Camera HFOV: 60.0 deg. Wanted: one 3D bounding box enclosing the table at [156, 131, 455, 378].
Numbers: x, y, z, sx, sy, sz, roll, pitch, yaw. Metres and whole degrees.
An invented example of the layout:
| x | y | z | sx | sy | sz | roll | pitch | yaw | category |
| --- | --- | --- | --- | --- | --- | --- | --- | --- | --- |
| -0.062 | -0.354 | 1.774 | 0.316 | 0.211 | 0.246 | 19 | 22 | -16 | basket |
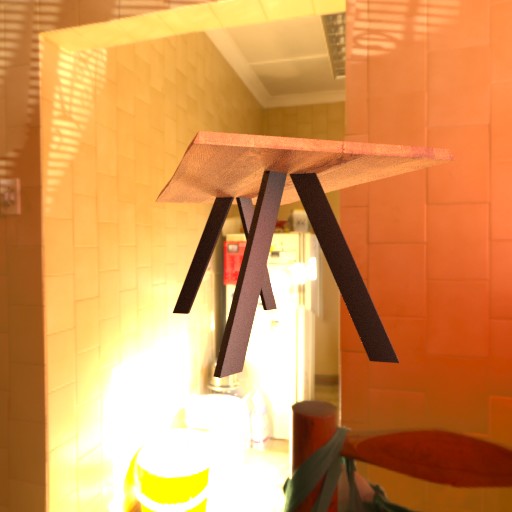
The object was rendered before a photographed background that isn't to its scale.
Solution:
| x | y | z | sx | sy | sz | roll | pitch | yaw | category |
| --- | --- | --- | --- | --- | --- | --- | --- | --- | --- |
| 0.000 | 0.000 | 2.262 | 0.900 | 0.770 | 1.800 | 0 | 1 | -16 | table |
